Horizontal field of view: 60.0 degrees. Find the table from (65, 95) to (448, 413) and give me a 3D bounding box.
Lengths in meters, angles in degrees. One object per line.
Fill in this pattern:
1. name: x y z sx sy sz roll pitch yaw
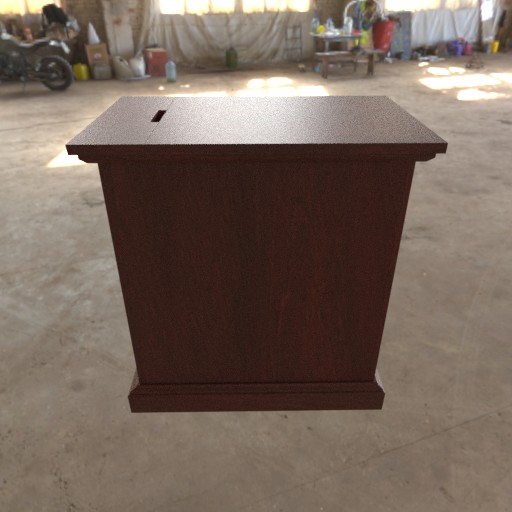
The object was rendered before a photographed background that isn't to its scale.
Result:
1. table: 0.000 0.000 0.985 0.584 0.612 0.356 0 31 -1
